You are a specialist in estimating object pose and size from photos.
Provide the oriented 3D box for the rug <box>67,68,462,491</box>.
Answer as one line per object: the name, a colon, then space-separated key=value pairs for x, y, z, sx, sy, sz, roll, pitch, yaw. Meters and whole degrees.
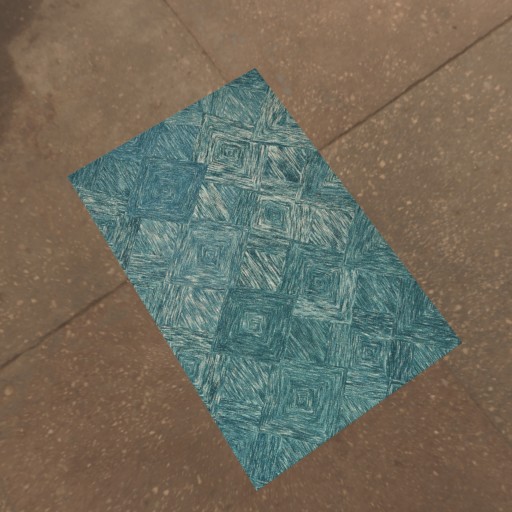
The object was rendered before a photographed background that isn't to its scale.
rug: x=0.000 y=0.000 z=2.807 sx=1.490 sy=0.015 sz=2.277 roll=-33 pitch=79 yaw=-7
